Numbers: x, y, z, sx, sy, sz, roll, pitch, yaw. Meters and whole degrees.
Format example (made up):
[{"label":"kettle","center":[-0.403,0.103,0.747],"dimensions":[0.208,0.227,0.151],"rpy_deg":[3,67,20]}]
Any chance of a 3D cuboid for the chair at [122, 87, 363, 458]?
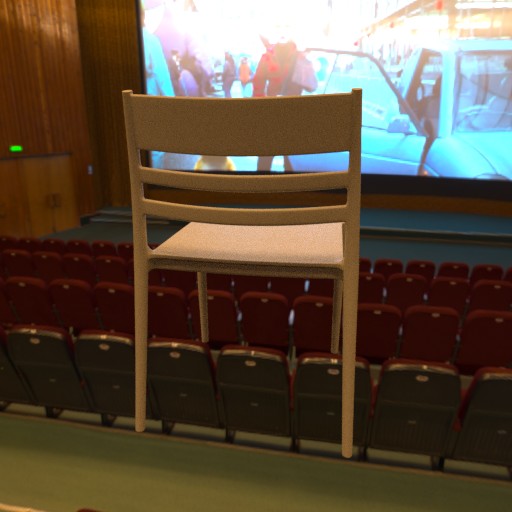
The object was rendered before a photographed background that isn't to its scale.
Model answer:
[{"label":"chair","center":[0.000,0.000,1.166],"dimensions":[0.531,0.800,0.511],"rpy_deg":[3,17,9]}]
